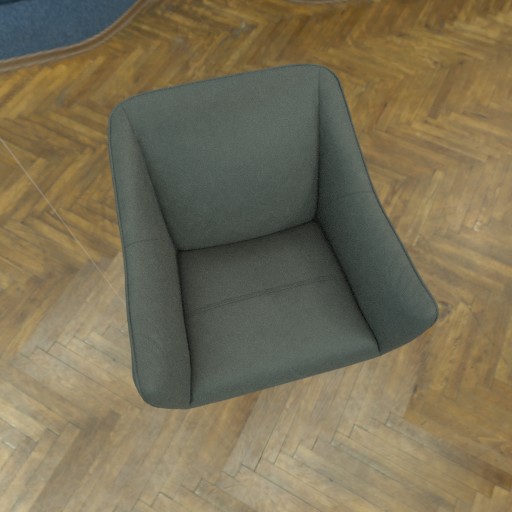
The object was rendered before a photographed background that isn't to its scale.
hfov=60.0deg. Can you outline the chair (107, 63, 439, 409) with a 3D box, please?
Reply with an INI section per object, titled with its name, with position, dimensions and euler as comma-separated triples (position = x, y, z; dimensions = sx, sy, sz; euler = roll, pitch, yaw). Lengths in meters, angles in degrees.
[chair]
position = 0.000, 0.000, 1.531
dimensions = 0.871, 0.830, 0.852
euler = -13, 64, -7
